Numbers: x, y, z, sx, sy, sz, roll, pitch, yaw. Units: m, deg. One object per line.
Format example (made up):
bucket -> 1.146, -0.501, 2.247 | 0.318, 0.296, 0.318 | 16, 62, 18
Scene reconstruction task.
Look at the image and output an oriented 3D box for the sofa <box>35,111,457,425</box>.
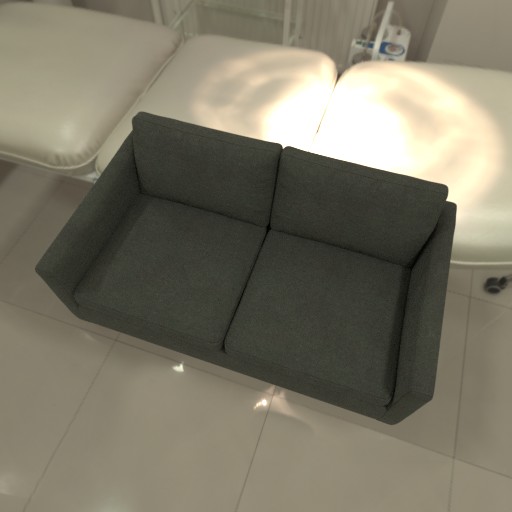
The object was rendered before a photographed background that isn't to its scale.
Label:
sofa -> 0.000, 0.000, 2.412 | 1.909, 0.845, 1.091 | 16, 59, 10
